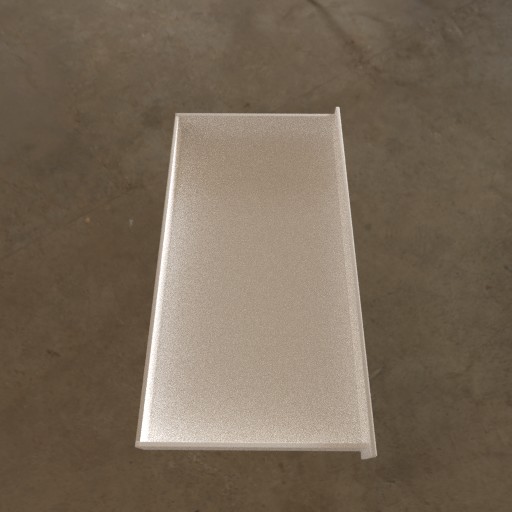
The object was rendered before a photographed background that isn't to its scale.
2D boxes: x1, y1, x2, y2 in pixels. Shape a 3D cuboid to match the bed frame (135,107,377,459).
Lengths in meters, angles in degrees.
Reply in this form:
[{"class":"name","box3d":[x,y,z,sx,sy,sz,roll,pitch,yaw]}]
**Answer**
[{"class":"bed frame","box3d":[0.000,0.000,1.570,0.670,0.141,1.300,0,63,0]}]
